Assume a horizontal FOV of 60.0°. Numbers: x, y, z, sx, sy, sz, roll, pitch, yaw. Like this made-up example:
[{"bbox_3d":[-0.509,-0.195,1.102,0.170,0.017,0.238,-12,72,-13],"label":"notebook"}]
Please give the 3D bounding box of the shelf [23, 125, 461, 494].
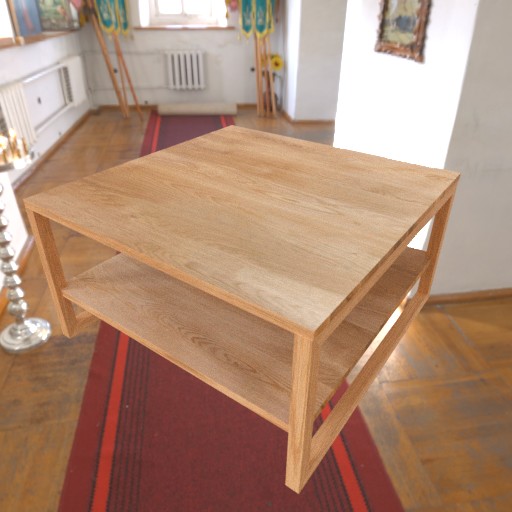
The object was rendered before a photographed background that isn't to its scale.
[{"bbox_3d":[0.000,0.000,1.401,0.899,0.480,0.899,21,37,30],"label":"shelf"}]
